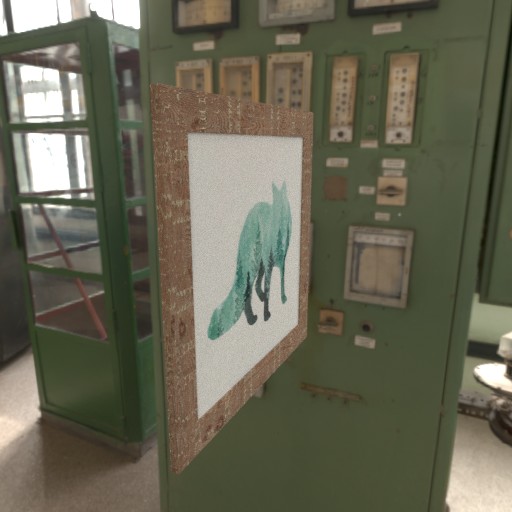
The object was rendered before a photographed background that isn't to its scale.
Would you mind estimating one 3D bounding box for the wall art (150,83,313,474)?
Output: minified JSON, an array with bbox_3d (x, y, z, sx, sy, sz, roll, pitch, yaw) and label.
[{"bbox_3d":[0.000,0.000,0.586,0.012,0.384,0.384,7,16,26],"label":"wall art"}]
